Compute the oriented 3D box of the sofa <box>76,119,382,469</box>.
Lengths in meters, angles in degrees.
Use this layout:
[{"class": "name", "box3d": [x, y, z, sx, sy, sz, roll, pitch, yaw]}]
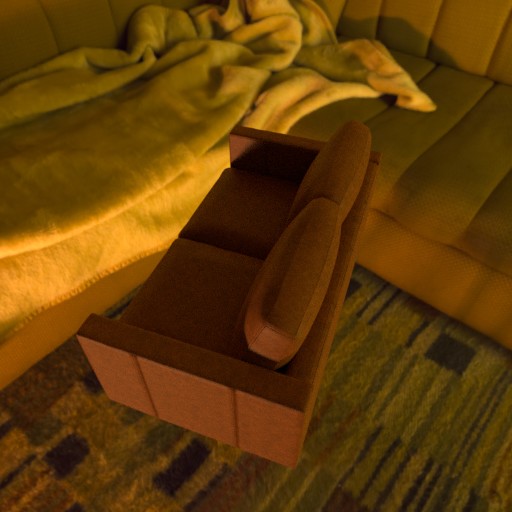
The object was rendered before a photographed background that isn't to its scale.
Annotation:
[{"class": "sofa", "box3d": [0.000, 0.000, 2.171, 0.909, 0.951, 1.578, 15, 48, 14]}]
